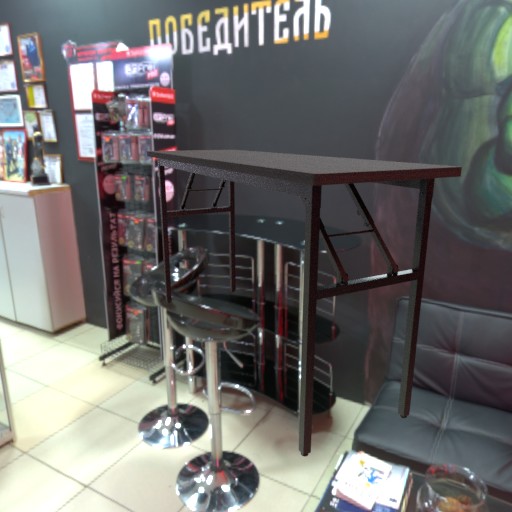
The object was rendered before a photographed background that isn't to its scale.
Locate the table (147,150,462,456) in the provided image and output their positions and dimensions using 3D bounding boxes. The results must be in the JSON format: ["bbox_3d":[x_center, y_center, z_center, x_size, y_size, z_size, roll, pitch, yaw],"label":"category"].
[{"bbox_3d":[0.000,0.000,1.711,0.449,0.750,1.399,-8,17,-26],"label":"table"}]
